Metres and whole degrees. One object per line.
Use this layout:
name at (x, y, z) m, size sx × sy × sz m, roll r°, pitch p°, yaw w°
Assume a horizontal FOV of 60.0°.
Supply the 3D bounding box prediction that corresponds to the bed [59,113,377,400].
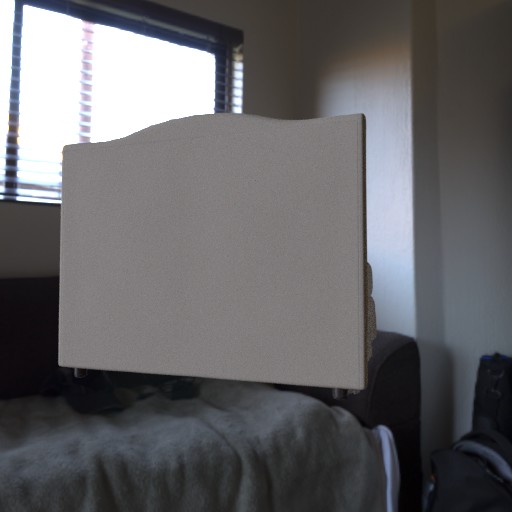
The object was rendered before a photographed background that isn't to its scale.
bed at (0.000, 0.000, 3.195) m, size 1.678 × 1.398 × 2.052 m, roll -1°, pitch -2°, yaw 18°
